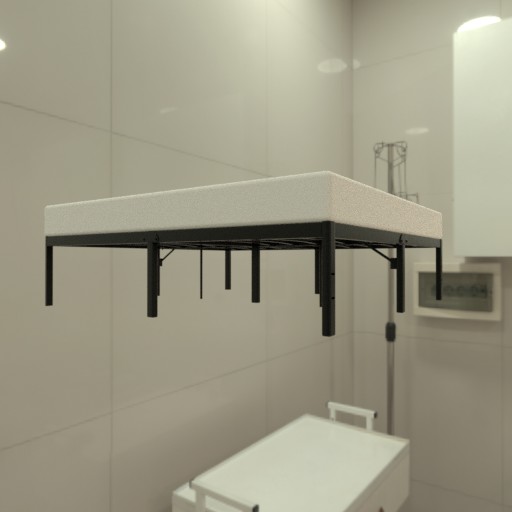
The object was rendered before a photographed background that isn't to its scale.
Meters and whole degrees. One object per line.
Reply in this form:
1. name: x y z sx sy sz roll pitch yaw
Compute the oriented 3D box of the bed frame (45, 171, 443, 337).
1. bed frame: 0.000 0.000 3.131 2.079 0.659 1.963 0 -1 35
